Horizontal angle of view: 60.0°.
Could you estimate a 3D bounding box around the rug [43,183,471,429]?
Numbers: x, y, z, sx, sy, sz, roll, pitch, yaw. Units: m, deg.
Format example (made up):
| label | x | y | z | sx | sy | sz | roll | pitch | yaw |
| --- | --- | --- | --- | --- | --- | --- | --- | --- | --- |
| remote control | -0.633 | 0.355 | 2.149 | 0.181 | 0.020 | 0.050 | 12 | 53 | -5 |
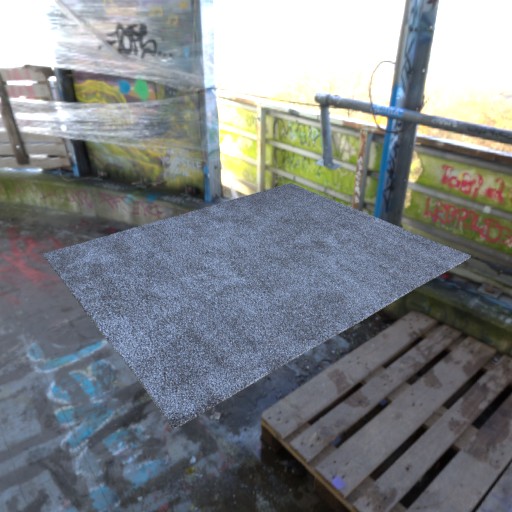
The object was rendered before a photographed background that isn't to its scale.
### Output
| label | x | y | z | sx | sy | sz | roll | pitch | yaw |
| --- | --- | --- | --- | --- | --- | --- | --- | --- | --- |
| rug | 0.000 | 0.000 | 3.970 | 3.000 | 0.025 | 2.401 | -21 | 35 | -33 |
